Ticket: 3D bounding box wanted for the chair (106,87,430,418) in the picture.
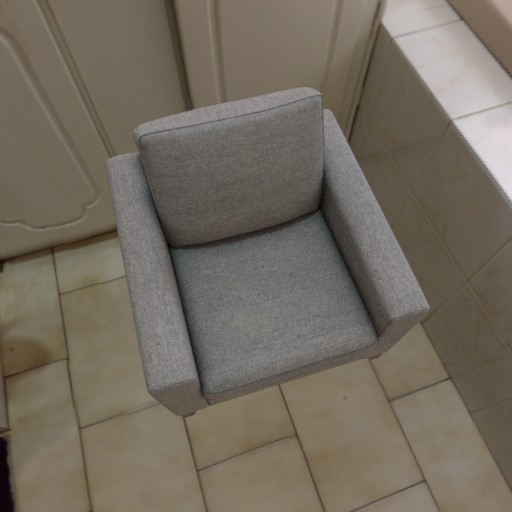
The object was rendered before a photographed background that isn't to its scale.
[{"bbox_3d":[0.000,0.000,1.877,1.024,1.010,1.038,-15,64,-7],"label":"chair"}]
